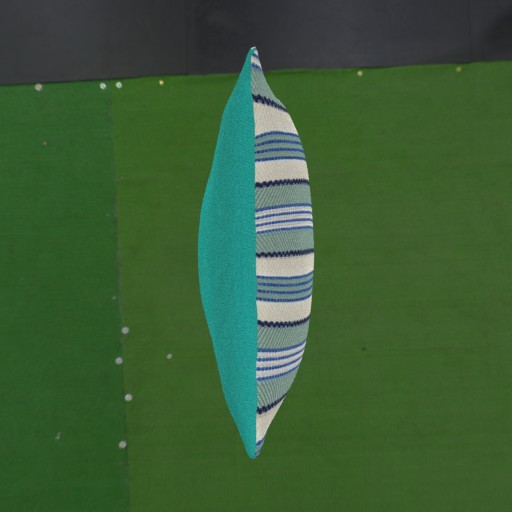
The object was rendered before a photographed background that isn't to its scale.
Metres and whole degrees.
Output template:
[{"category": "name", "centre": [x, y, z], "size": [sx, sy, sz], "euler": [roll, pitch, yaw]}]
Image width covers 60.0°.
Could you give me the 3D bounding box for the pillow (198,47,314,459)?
[{"category": "pillow", "centre": [0.000, 0.000, 0.673], "size": [0.182, 0.441, 0.440], "euler": [0, 90, 0]}]
